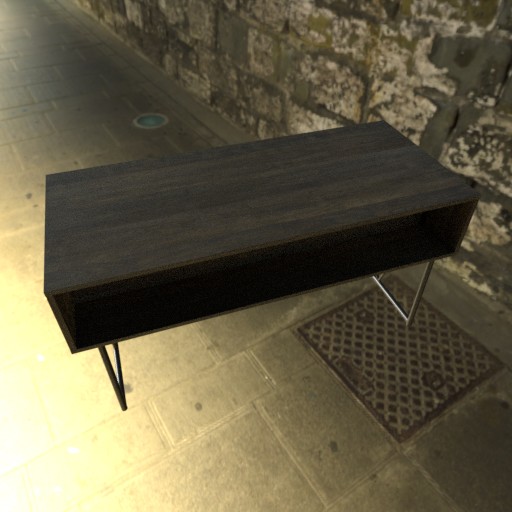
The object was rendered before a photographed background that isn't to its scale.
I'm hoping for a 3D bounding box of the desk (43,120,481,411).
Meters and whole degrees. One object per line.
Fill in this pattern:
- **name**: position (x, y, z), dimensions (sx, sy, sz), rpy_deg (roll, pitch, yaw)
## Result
- **desk**: position (0.000, 0.000, 2.041), dimensions (1.600, 0.780, 0.730), rpy_deg (-13, 43, -14)
